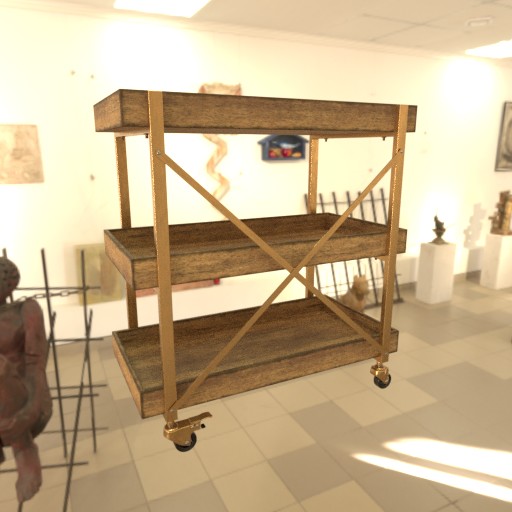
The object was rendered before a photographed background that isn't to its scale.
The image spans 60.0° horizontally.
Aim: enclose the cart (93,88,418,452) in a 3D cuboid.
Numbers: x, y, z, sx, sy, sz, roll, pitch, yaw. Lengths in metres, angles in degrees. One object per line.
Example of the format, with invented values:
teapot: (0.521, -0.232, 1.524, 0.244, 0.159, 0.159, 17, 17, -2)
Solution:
cart: (0.000, 0.000, 1.235, 0.750, 0.799, 0.416, -7, 15, -26)
